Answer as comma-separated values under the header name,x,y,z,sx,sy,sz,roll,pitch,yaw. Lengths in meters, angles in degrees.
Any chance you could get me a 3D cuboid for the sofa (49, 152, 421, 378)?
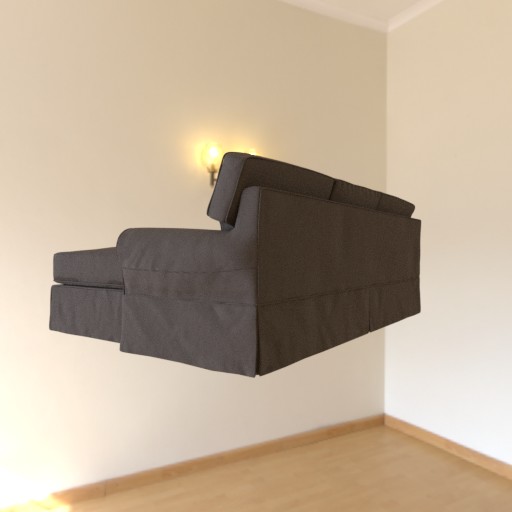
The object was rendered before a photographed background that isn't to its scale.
name,x,y,z,sx,sy,sz,roll,pitch,yaw
sofa,0.000,0.000,3.265,1.733,0.978,2.475,0,1,36
